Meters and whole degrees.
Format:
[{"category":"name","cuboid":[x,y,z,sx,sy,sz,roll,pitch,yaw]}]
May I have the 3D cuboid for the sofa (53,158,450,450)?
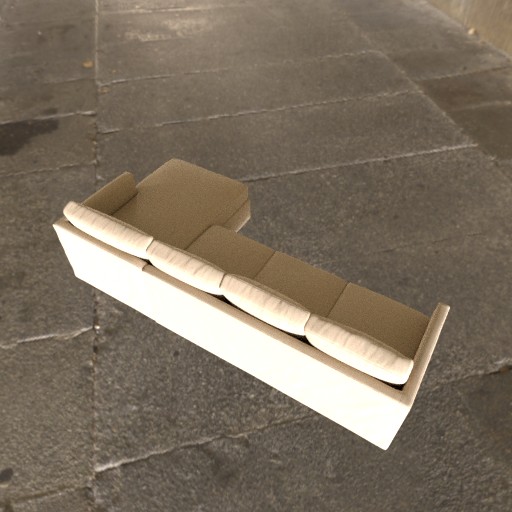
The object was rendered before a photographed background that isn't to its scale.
[{"category":"sofa","cuboid":[0.000,0.000,3.908,3.206,0.871,1.622,24,51,21]}]
